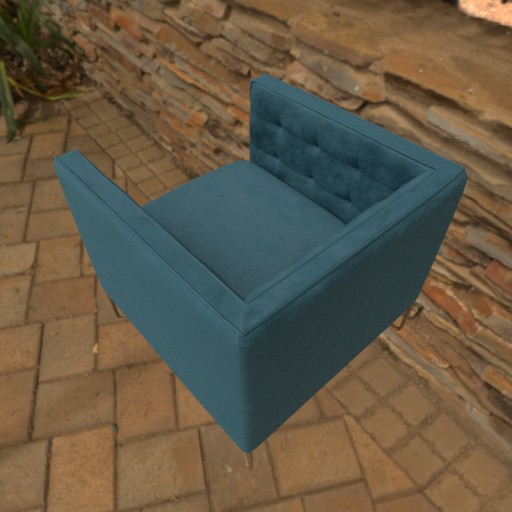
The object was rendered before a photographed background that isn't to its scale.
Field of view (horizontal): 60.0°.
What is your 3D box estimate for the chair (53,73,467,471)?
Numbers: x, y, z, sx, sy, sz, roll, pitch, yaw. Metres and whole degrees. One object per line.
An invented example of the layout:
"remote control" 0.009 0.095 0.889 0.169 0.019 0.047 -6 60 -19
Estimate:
"chair" 0.000 0.000 1.551 0.880 0.790 0.894 -33 54 -28
